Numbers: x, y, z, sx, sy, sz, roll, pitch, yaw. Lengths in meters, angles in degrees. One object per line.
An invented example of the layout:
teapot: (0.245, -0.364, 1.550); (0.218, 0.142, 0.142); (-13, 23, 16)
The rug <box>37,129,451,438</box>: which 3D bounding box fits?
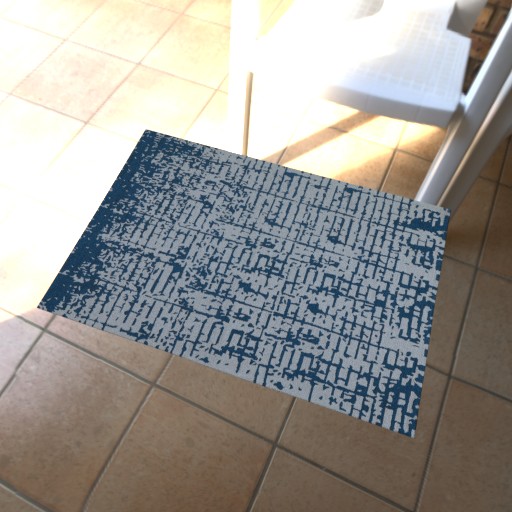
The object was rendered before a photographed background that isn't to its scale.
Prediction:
rug: (0.000, 0.000, 2.277); (1.828, 0.007, 1.220); (17, 63, 9)
